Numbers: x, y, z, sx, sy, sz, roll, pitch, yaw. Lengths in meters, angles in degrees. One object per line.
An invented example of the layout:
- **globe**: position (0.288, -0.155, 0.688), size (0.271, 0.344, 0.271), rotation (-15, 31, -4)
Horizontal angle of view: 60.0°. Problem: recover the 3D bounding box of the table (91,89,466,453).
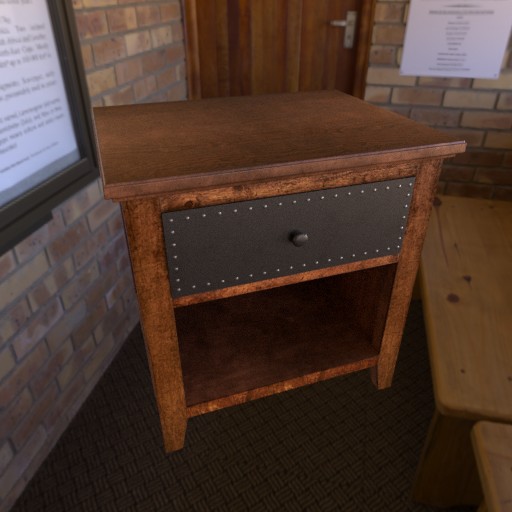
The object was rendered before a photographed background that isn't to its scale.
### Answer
- **table**: position (0.000, 0.000, 0.993), size (0.586, 0.597, 0.461), rotation (-10, 33, -16)
